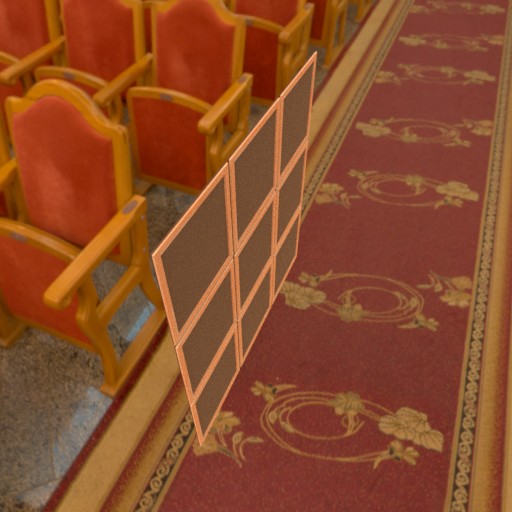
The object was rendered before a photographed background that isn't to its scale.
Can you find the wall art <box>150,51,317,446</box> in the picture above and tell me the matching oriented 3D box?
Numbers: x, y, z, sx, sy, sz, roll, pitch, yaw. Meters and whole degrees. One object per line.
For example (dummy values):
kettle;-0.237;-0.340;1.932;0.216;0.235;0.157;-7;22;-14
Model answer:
wall art;0.000;0.000;2.318;0.013;1.525;1.520;18;50;16
